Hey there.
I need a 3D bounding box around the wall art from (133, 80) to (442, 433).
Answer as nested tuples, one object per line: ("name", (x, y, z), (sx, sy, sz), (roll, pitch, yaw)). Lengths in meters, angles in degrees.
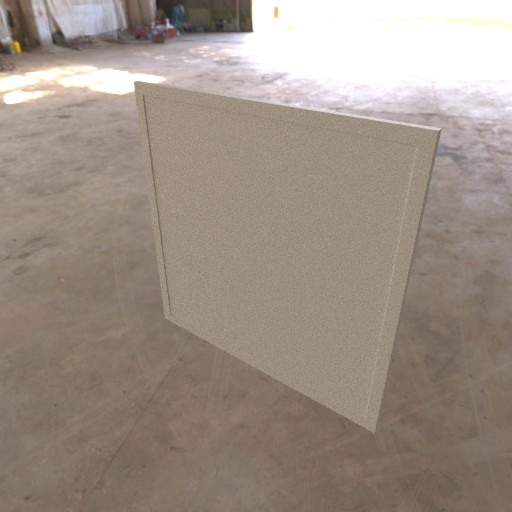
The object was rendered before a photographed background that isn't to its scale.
("wall art", (0.000, 0.000, 0.975), (0.660, 0.660, 0.015), (21, 37, 31))
